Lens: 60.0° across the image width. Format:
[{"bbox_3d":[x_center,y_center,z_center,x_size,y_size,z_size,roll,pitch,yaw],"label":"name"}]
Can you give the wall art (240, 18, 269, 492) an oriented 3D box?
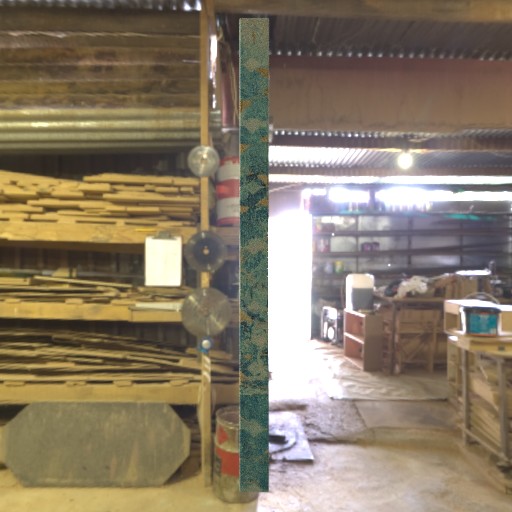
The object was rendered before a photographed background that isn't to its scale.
[{"bbox_3d":[0.000,0.000,0.873,0.040,0.609,0.609,0,0,1],"label":"wall art"}]
